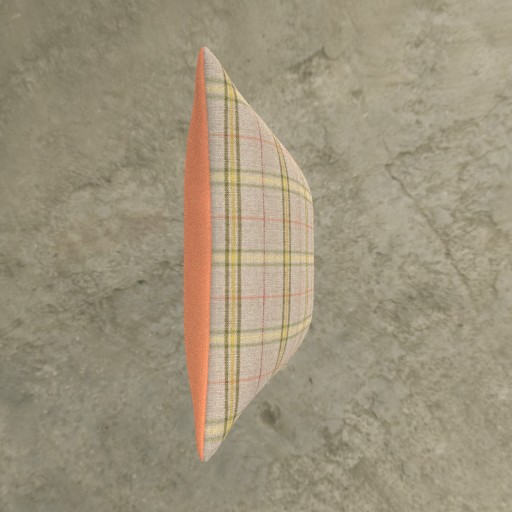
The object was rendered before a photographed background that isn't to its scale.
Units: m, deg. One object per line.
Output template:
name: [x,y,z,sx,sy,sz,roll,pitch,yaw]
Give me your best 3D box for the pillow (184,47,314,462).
pillow: [0.000,0.000,0.694,0.200,0.430,0.453,0,89,0]
